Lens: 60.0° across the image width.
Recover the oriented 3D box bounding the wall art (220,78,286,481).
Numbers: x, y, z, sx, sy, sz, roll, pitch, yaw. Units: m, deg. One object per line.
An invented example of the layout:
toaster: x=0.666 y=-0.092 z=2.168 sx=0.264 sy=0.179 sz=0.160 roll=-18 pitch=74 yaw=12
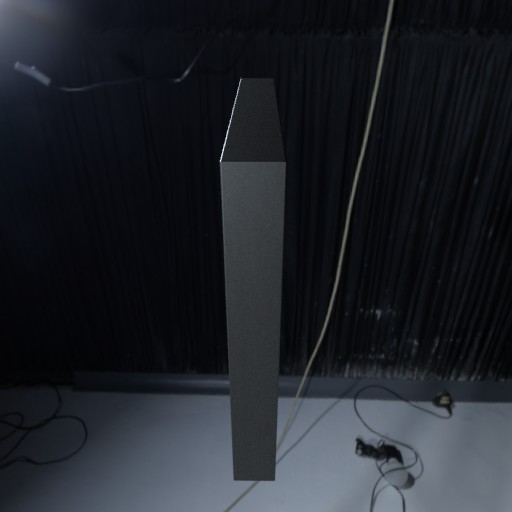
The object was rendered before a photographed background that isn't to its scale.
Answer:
wall art: x=0.000 y=0.000 z=0.464 sx=0.038 sy=0.304 sz=0.304 roll=0 pitch=30 yaw=1
